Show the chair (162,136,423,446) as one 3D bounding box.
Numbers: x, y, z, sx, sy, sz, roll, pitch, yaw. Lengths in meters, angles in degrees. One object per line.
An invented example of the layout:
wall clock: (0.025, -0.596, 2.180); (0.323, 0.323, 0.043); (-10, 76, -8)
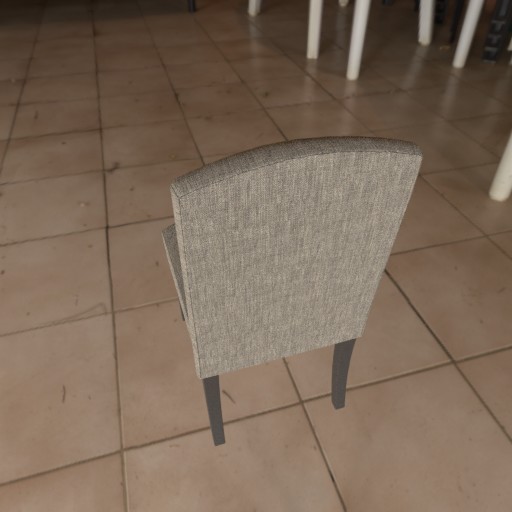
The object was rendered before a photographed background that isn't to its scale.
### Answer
chair: (0.000, 0.000, 1.201); (0.451, 0.917, 0.580); (-12, 43, -13)
